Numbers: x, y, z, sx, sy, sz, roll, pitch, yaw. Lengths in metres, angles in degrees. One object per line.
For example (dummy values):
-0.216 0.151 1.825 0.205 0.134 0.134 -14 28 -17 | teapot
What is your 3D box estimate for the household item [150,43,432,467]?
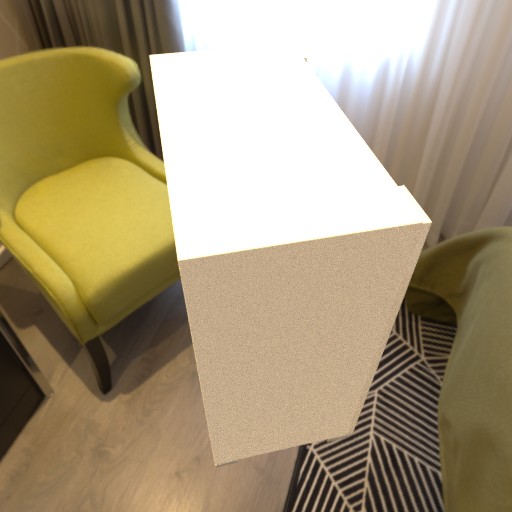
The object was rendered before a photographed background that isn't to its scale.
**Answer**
0.000 0.000 1.284 0.420 0.870 0.800 -9 46 -9 | household item
